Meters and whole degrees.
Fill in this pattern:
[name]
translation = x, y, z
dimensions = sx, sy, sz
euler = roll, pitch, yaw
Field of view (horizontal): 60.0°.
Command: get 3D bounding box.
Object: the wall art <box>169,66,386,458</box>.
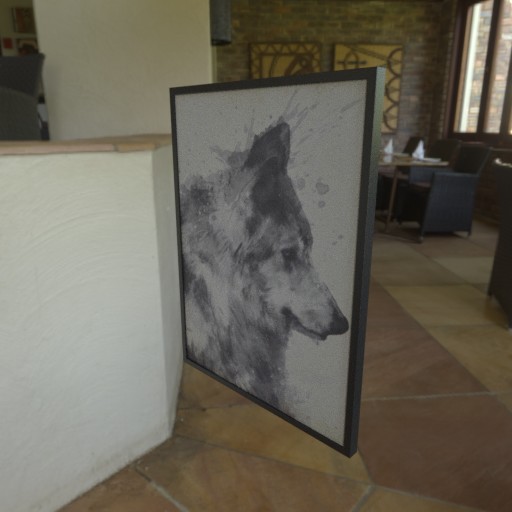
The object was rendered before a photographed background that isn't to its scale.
[wall art]
translation = 0.000, 0.000, 1.429
dimensions = 0.804, 1.061, 0.039
euler = 15, 22, 42
